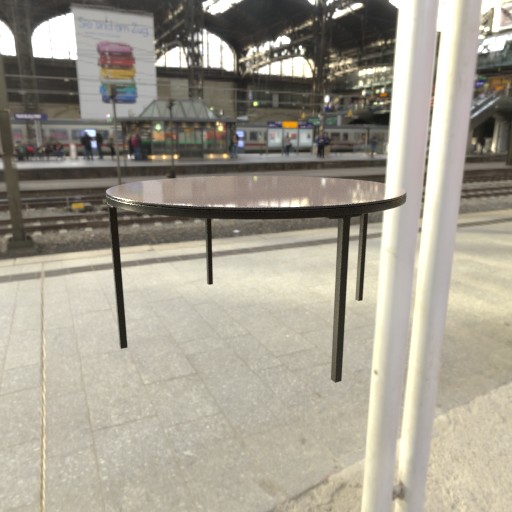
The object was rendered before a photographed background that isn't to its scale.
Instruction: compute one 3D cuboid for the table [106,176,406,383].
[{"bbox_3d":[0.000,0.000,1.287,0.800,0.400,0.800,0,15,0],"label":"table"}]
